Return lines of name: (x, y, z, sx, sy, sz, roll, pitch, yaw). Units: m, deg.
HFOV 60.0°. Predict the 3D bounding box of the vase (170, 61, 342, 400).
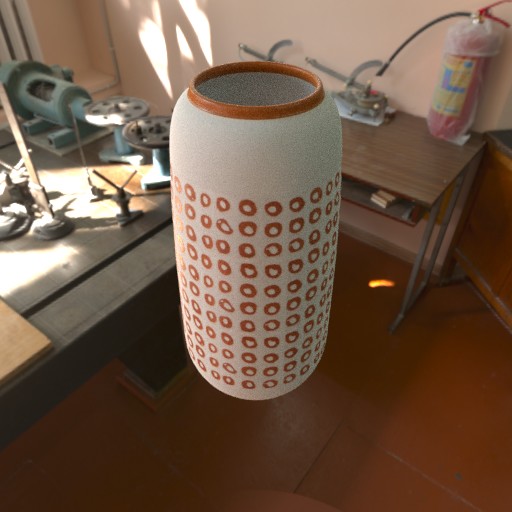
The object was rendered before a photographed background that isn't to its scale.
vase: (0.000, 0.000, 0.363, 0.133, 0.282, 0.133, 0, 41, 0)
